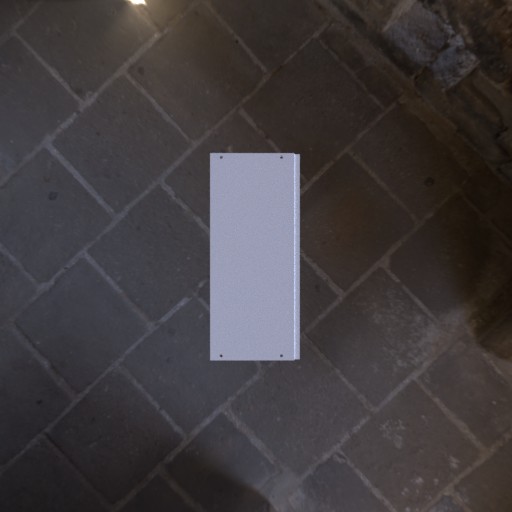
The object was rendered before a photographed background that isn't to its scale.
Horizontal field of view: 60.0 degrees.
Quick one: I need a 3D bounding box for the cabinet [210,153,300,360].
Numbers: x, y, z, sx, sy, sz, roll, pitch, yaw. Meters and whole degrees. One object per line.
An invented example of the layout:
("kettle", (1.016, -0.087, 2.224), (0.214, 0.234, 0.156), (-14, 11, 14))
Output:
("cabinet", (0.000, 0.000, 1.965), (0.230, 1.790, 0.500), (0, 90, 0))
